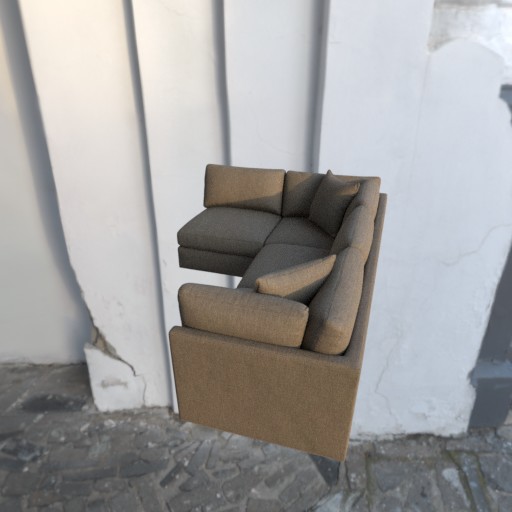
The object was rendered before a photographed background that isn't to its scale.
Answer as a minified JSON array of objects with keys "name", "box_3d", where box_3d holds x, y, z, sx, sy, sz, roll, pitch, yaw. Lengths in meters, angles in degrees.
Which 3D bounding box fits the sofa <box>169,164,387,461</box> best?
[{"name":"sofa","box_3d":[0.000,0.000,3.769,1.994,0.978,2.896,8,27,16]}]
